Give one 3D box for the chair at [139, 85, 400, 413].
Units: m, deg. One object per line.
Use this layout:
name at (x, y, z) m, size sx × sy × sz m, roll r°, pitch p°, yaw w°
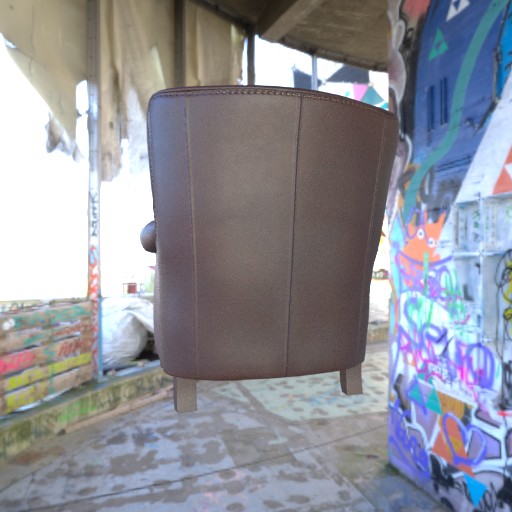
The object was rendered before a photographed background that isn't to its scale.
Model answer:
chair at (0.000, 0.000, 1.380) m, size 0.700 × 0.800 × 0.746 m, roll 0°, pitch 0°, yaw -17°
